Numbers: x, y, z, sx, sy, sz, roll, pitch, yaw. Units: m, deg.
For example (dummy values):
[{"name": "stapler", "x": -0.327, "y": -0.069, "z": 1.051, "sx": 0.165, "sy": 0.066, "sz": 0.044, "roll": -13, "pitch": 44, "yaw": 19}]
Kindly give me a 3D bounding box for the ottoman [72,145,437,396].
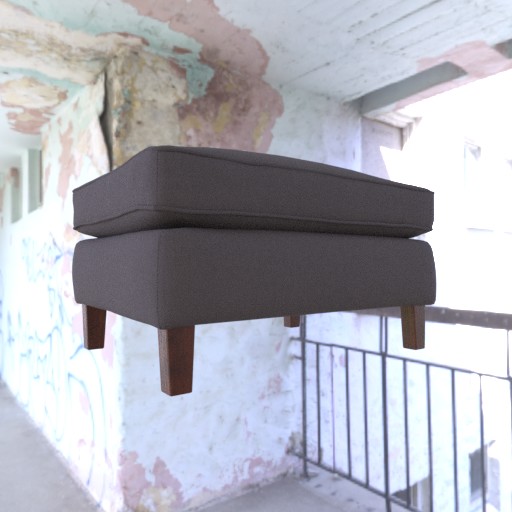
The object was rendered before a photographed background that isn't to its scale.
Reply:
[{"name": "ottoman", "x": 0.000, "y": 0.000, "z": 0.980, "sx": 0.686, "sy": 0.406, "sz": 0.508, "roll": 1, "pitch": -1, "yaw": -36}]
